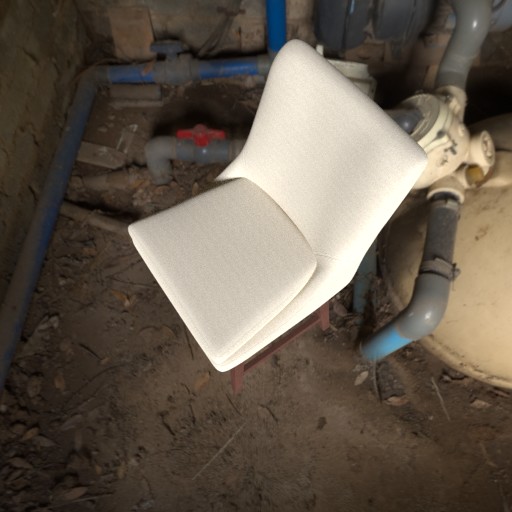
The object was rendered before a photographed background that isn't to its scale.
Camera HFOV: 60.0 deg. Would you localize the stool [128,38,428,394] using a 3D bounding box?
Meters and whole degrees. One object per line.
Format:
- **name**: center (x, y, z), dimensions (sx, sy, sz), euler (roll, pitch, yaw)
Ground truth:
- **stool**: center (0.000, 0.000, 1.309), dimensions (0.559, 0.991, 0.483), euler (-32, 68, -15)
